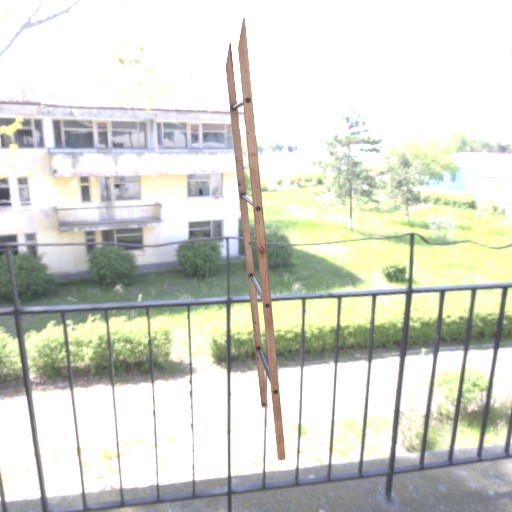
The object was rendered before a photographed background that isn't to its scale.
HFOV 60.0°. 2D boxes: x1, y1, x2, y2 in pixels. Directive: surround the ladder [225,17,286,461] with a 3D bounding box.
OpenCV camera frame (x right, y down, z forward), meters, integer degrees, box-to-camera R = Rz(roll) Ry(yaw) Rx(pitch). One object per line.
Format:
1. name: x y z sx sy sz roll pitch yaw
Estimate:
1. ladder: 0.000 0.000 1.964 0.200 1.805 0.442 -3 15 -9
